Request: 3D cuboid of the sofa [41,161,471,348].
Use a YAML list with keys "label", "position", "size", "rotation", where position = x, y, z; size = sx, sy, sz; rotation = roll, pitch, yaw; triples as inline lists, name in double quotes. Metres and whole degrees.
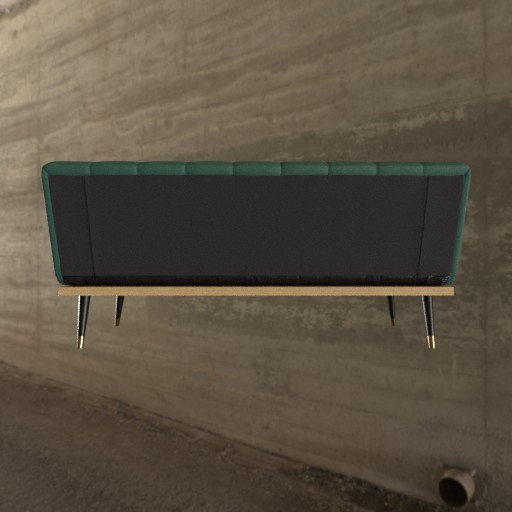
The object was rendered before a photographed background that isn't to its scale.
- label: "sofa"
  position: [0.000, 0.000, 2.258]
  size: [1.810, 0.820, 0.830]
  rotation: [0, -1, 0]
